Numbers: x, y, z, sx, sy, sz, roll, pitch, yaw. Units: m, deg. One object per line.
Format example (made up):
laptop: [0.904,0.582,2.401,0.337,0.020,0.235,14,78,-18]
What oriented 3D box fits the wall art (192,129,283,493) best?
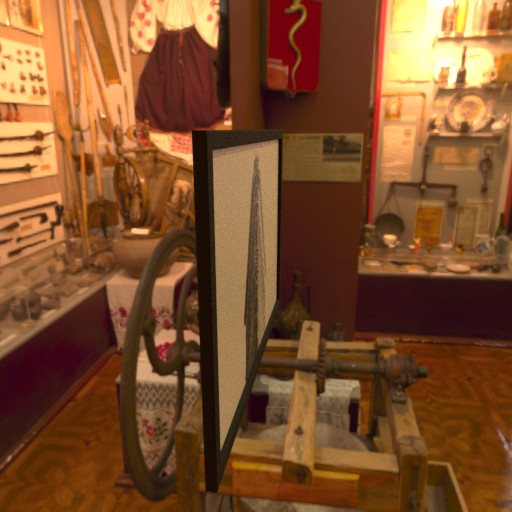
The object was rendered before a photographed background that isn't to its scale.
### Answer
wall art: [0.000,0.000,1.198,0.026,0.656,0.958,3,16,10]
